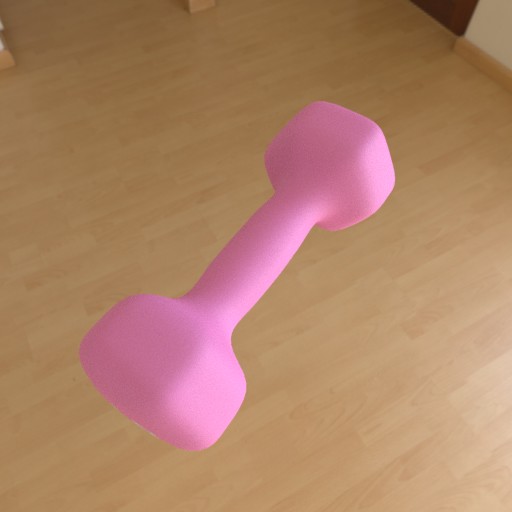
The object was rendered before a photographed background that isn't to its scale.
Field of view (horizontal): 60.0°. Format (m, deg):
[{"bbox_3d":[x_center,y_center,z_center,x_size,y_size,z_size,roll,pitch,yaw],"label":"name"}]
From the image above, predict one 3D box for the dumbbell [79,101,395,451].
[{"bbox_3d":[0.000,0.000,0.188,0.064,0.058,0.159,31,63,18],"label":"dumbbell"}]
